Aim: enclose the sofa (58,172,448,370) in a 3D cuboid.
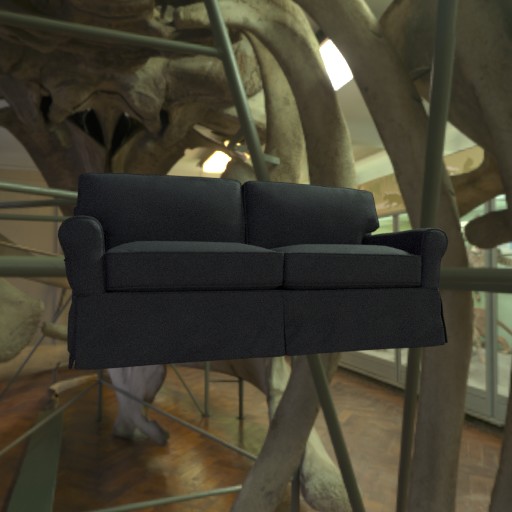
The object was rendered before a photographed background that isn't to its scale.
[{"bbox_3d":[0.000,0.000,2.803,2.256,1.094,0.983,1,-2,-19],"label":"sofa"}]
